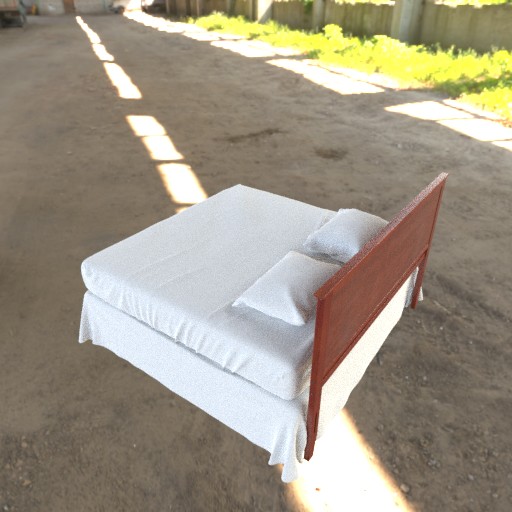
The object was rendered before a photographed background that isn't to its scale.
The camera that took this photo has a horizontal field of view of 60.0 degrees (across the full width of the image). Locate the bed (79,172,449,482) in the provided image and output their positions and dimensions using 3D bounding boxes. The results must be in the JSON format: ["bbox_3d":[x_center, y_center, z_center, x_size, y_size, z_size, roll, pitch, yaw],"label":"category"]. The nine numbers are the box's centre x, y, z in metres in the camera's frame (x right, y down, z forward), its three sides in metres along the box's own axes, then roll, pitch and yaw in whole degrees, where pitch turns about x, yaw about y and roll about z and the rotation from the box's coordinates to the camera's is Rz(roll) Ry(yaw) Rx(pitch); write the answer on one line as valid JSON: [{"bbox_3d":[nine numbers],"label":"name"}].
[{"bbox_3d":[0.000,0.000,3.598,2.219,1.271,2.314,21,37,30],"label":"bed"}]
